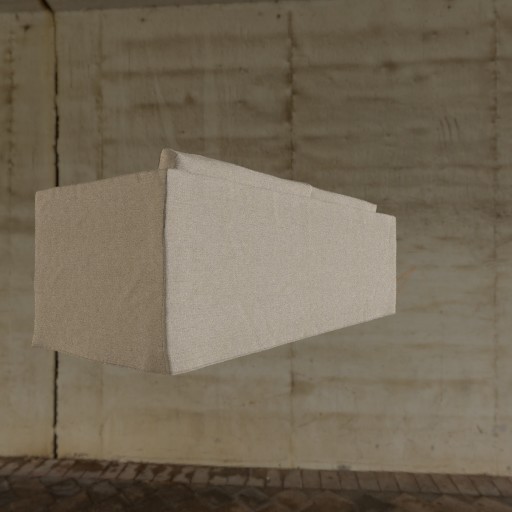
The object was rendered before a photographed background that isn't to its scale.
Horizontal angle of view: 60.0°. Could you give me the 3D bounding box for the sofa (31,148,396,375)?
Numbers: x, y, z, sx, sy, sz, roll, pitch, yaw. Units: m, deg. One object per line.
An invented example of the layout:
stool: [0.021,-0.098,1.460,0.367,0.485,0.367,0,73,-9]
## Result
sofa: [0.000,0.000,2.688,0.956,0.847,2.296,0,0,37]
